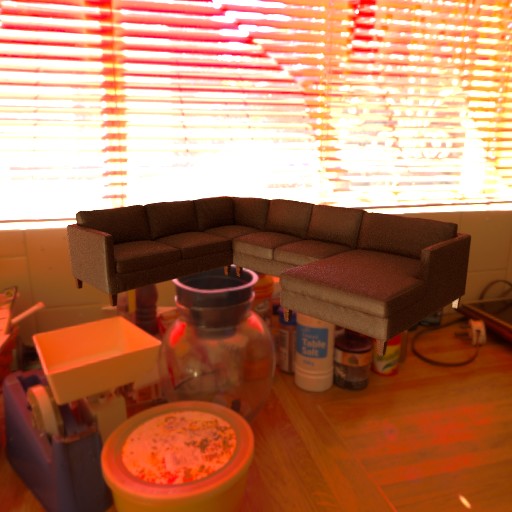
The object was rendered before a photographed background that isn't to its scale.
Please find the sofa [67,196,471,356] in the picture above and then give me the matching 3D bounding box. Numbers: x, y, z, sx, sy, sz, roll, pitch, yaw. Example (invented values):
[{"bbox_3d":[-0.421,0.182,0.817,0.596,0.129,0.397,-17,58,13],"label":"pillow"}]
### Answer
[{"bbox_3d":[0.000,0.000,4.675,3.460,0.923,2.593,14,20,43],"label":"sofa"}]
